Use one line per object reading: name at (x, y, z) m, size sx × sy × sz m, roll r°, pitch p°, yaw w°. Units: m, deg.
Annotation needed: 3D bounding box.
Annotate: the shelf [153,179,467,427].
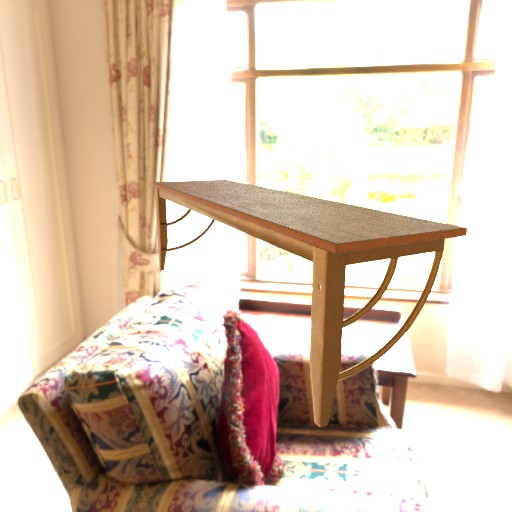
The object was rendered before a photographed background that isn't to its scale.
shelf at (0.000, 0.000, 0.716) m, size 0.166 × 0.190 × 0.636 m, roll -7°, pitch 16°, yaw -26°
